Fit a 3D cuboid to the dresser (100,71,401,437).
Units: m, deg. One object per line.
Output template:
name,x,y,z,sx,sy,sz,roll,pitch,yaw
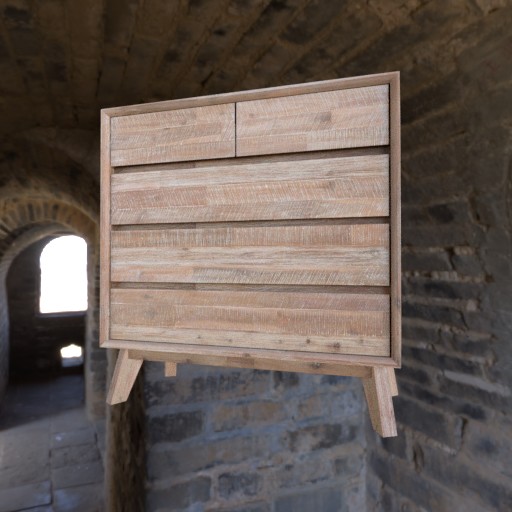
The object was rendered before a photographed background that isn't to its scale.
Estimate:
dresser,0.000,0.000,1.609,0.998,1.029,0.455,0,-1,18
